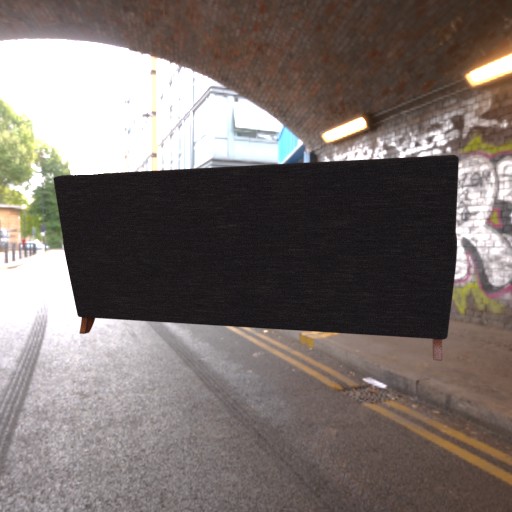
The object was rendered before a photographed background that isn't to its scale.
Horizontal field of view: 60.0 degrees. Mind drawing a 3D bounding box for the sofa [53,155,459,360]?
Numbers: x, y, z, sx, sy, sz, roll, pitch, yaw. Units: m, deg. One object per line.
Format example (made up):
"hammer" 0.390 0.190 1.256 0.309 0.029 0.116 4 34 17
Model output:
"sofa" 0.000 0.000 2.413 1.976 0.846 0.875 1 2 17
